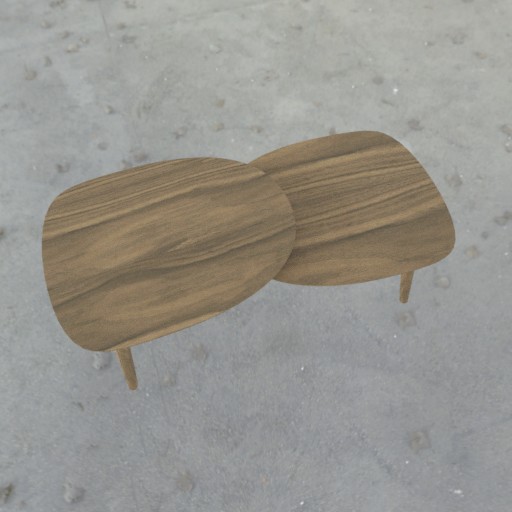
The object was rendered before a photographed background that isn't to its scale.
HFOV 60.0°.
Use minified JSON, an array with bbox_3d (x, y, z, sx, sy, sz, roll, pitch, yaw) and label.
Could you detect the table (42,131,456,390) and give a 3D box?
[{"bbox_3d":[0.000,0.000,1.343,1.084,0.429,0.527,-15,59,-9],"label":"table"}]
